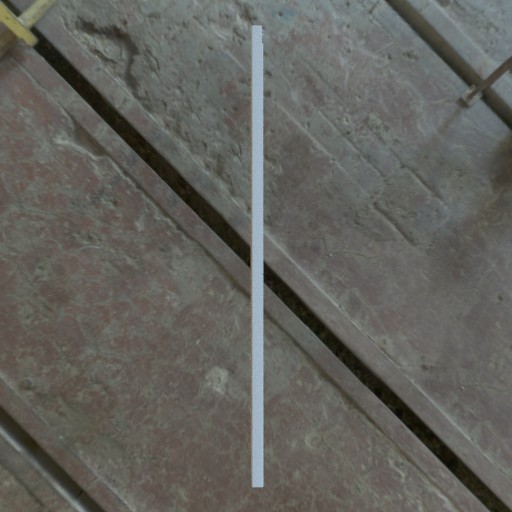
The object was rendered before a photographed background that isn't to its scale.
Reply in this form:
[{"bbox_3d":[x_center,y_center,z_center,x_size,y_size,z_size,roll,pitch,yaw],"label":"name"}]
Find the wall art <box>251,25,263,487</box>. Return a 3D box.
[{"bbox_3d":[0.000,0.000,1.712,0.039,0.507,1.520,0,90,-1],"label":"wall art"}]
